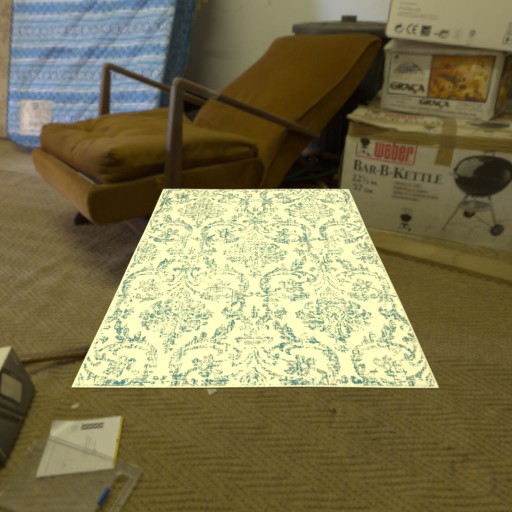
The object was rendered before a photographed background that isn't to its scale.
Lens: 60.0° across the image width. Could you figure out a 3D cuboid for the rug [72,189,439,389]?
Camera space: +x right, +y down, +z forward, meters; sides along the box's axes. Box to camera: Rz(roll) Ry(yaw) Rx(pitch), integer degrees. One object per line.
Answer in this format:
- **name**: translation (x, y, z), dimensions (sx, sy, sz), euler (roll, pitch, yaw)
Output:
- **rug**: translation (0.000, 0.000, 2.845), dimensions (1.586, 0.014, 2.197), euler (0, 31, 0)
